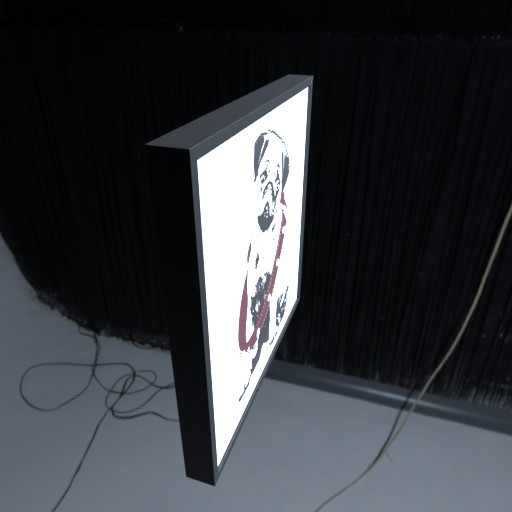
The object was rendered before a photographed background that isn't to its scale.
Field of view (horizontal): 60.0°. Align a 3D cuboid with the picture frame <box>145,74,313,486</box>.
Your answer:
[{"bbox_3d":[0.000,0.000,0.468,0.030,0.317,0.317,10,31,17],"label":"picture frame"}]
